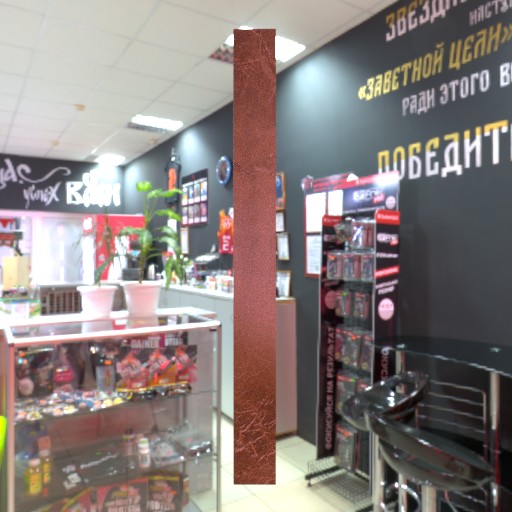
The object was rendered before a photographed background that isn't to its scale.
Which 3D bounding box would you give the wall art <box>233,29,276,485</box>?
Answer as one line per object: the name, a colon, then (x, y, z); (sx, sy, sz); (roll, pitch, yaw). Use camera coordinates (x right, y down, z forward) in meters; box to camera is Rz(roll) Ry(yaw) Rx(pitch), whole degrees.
wall art: (0.000, 0.000, 0.598); (0.038, 0.407, 0.405); (0, 0, 0)
